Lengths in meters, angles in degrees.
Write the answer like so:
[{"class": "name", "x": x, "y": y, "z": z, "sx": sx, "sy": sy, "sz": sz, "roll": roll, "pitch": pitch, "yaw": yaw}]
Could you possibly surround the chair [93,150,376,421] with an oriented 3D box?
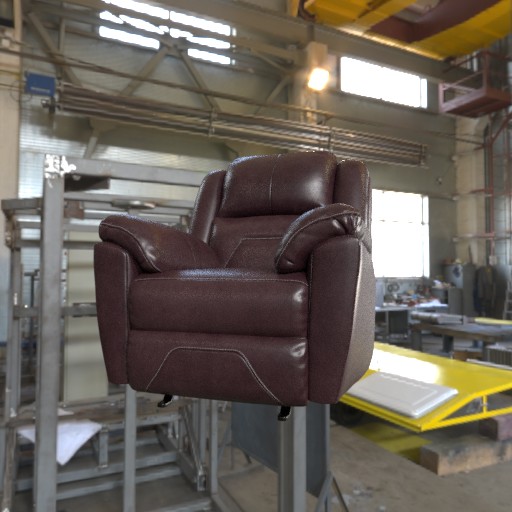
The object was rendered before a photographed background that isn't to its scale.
[{"class": "chair", "x": 0.000, "y": 0.000, "z": 1.935, "sx": 0.990, "sy": 1.093, "sz": 1.041, "roll": -1, "pitch": -2, "yaw": 19}]
